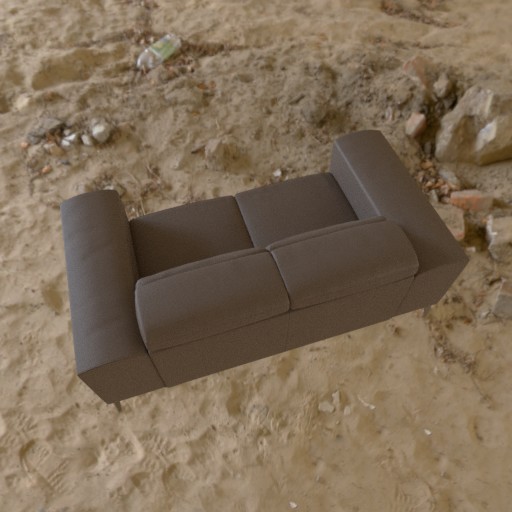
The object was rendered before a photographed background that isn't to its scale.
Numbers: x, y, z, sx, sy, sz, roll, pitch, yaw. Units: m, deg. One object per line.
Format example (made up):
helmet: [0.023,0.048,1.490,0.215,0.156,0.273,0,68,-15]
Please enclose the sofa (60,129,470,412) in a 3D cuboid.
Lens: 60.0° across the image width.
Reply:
sofa: [0.000,0.000,2.433,1.895,0.779,1.003,-15,58,-10]
